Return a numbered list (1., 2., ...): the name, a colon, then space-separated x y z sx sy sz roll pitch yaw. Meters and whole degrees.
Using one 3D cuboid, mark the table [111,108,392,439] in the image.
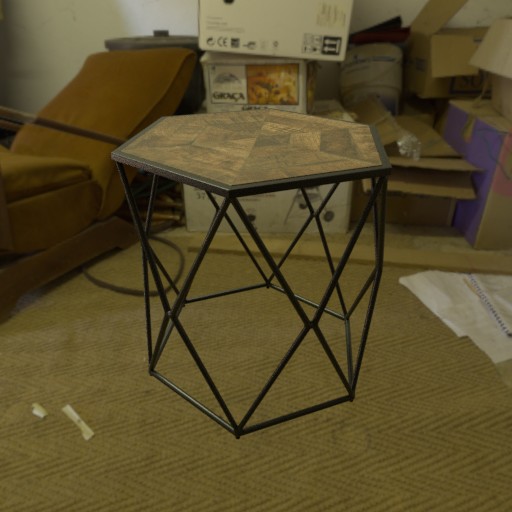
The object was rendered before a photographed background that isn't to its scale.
1. table: 0.000 0.000 1.052 0.578 0.564 0.579 -11 31 -18
